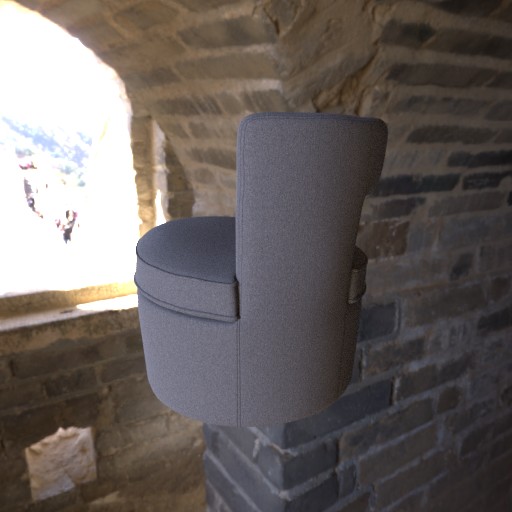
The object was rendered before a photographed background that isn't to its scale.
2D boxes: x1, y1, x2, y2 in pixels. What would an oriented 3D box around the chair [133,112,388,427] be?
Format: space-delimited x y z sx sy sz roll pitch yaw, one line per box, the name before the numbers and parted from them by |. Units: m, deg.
chair | 0.000 0.000 1.233 0.660 0.719 0.689 2 14 7
